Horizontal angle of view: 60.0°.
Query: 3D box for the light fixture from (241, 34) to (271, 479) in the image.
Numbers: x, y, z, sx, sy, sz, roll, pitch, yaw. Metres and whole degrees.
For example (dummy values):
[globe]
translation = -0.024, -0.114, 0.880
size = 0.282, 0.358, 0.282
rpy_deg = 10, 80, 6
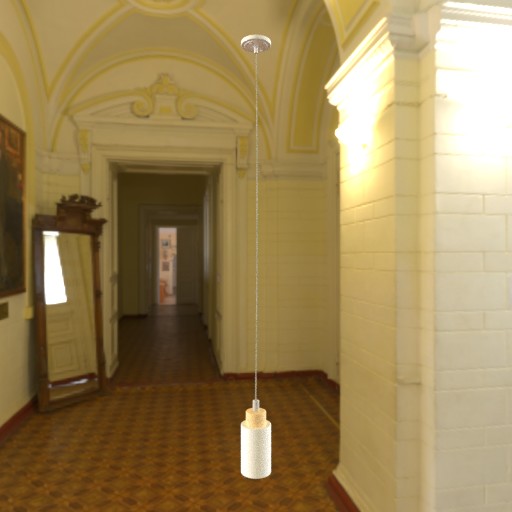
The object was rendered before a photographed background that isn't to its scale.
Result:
[light fixture]
translation = 0.000, 0.000, 1.857
size = 0.125, 1.798, 0.125
rpy_deg = 0, 0, 36
